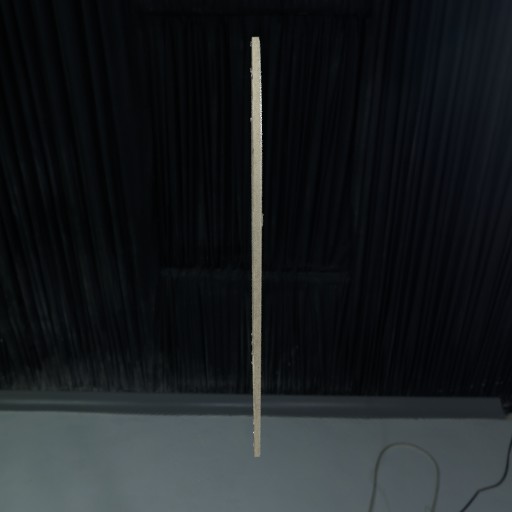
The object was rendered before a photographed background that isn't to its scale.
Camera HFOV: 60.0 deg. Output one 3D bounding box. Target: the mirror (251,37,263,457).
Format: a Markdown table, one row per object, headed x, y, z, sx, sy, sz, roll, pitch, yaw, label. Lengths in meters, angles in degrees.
| x | y | z | sx | sy | sz | roll | pitch | yaw | label |
| --- | --- | --- | --- | --- | --- | --- | --- | --- | --- |
| 0.000 | 0.000 | 1.327 | 0.025 | 1.175 | 0.464 | -1 | 27 | -1 | mirror |
